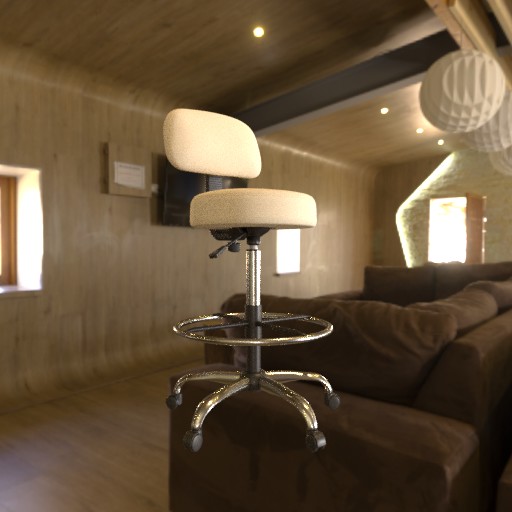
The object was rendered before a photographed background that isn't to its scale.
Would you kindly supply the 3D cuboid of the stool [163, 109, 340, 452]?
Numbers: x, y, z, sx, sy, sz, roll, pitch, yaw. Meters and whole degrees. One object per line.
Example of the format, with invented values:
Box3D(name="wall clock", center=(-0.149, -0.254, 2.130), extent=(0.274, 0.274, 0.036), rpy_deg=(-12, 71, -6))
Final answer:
Box3D(name="stool", center=(0.000, 0.000, 1.460), extent=(0.609, 1.080, 0.616), rpy_deg=(-1, 1, -36))
